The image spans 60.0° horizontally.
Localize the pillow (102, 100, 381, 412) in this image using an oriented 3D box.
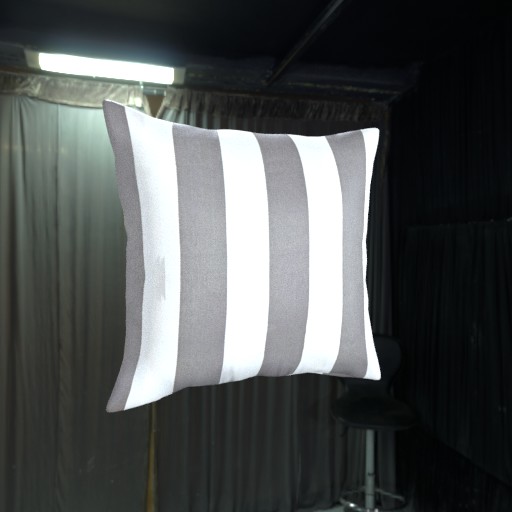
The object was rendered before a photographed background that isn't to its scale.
[{"bbox_3d":[0.000,0.000,0.799,0.522,0.507,0.192,0,1,-18],"label":"pillow"}]
